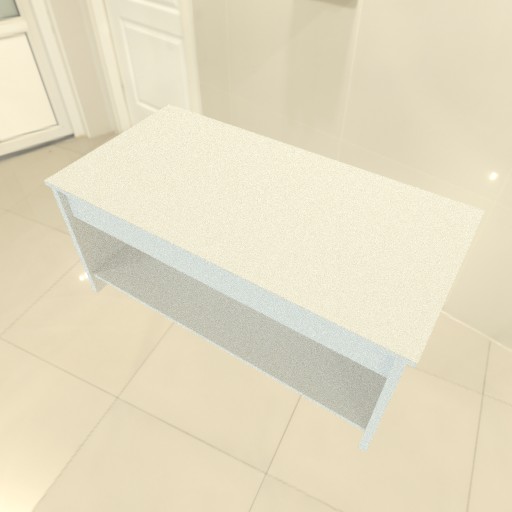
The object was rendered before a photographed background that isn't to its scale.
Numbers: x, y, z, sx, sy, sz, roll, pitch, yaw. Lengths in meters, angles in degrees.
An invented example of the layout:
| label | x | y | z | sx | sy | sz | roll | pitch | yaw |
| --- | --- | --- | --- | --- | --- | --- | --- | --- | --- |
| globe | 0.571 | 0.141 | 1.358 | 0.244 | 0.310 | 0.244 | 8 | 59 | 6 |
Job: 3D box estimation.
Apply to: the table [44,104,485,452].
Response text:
| label | x | y | z | sx | sy | sz | roll | pitch | yaw |
| --- | --- | --- | --- | --- | --- | --- | --- | --- | --- |
| table | 0.000 | 0.000 | 1.275 | 1.000 | 0.441 | 0.500 | 25 | 51 | 22 |
